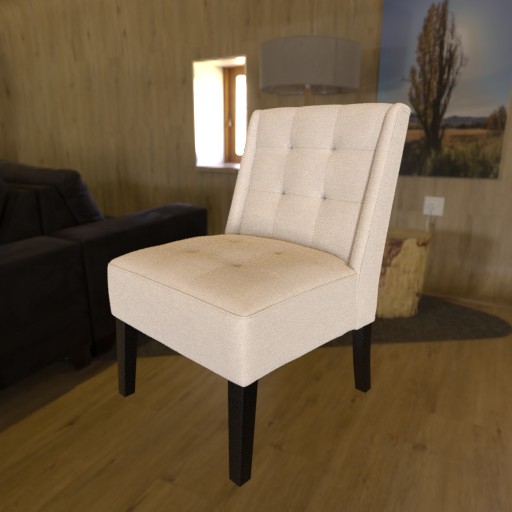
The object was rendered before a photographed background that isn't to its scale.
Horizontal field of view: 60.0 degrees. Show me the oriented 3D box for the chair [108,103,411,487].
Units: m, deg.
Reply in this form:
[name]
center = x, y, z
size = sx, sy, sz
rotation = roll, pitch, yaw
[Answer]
[chair]
center = 0.000, 0.000, 1.286
size = 0.569, 0.853, 0.676
rotation = 15, 21, 42
